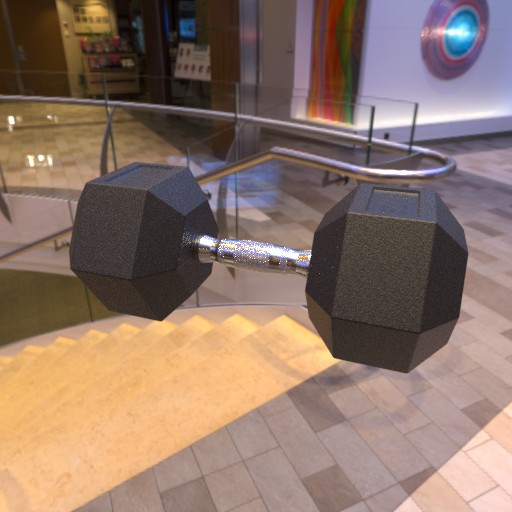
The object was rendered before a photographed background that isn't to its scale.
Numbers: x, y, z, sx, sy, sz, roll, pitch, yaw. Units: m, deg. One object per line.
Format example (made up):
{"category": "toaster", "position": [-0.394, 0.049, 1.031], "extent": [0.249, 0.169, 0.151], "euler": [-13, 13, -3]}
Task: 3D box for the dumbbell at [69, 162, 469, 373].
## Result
{"category": "dumbbell", "position": [0.000, 0.000, 0.459], "extent": [0.384, 0.150, 0.173], "euler": [9, 27, 17]}
